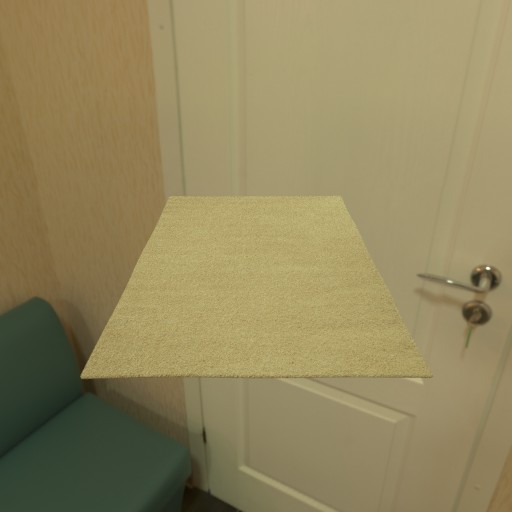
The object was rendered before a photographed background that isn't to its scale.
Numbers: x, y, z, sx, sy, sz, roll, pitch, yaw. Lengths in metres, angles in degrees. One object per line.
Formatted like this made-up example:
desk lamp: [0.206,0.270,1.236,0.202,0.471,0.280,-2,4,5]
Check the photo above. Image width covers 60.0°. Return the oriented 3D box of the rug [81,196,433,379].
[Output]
rug: [0.000,0.000,3.464,1.800,0.025,2.699,0,27,0]
